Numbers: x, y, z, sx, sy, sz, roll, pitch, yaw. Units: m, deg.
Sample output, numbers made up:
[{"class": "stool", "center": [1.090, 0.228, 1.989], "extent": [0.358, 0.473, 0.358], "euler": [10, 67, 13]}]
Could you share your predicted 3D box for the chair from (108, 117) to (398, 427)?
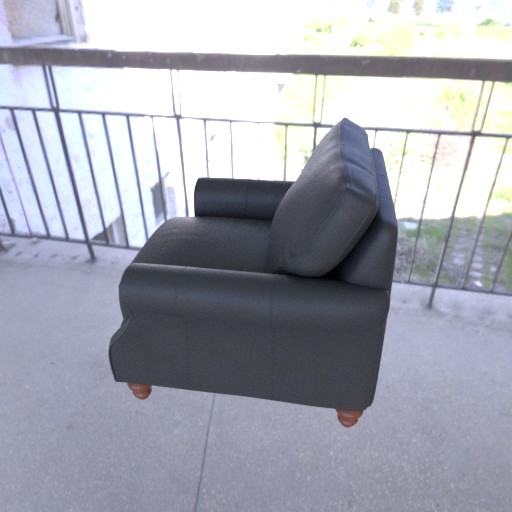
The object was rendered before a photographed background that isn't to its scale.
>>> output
[{"class": "chair", "center": [0.000, 0.000, 1.775], "extent": [1.027, 0.960, 1.015], "euler": [7, 31, 13]}]
